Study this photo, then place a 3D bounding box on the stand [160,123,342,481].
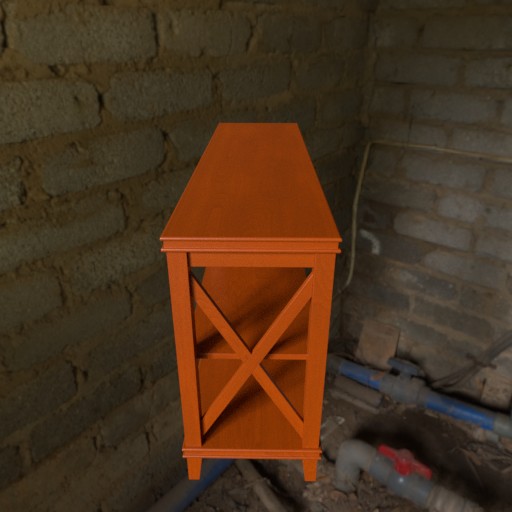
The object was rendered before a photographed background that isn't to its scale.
[{"bbox_3d":[0.000,0.000,1.705,0.381,0.762,1.372,0,26,1],"label":"stand"}]
